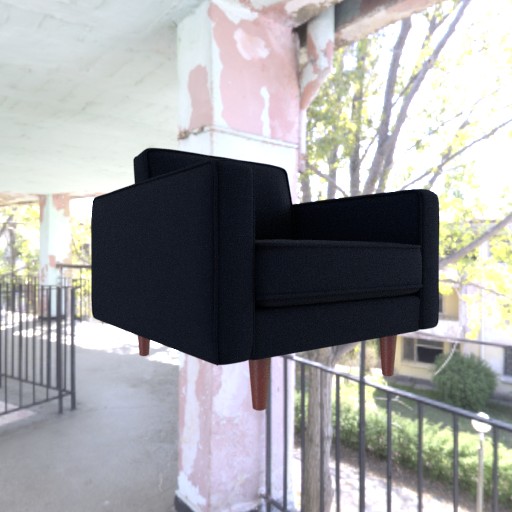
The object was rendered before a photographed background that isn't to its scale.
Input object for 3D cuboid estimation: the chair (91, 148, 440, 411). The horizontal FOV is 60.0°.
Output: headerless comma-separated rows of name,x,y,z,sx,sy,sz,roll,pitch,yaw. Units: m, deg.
chair,0.000,0.000,1.566,0.899,0.770,0.920,0,0,-37
